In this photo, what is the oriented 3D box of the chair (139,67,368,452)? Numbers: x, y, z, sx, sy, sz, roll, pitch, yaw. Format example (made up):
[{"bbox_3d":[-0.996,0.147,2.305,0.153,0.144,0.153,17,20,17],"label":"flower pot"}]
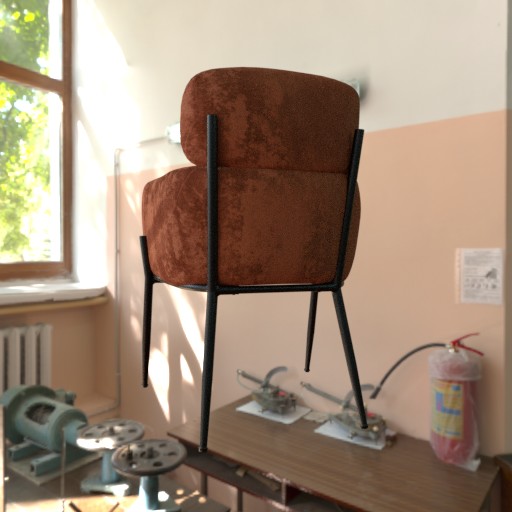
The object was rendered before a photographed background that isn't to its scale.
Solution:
[{"bbox_3d":[0.000,0.000,1.140,0.561,0.772,0.523,0,1,-18],"label":"chair"}]
